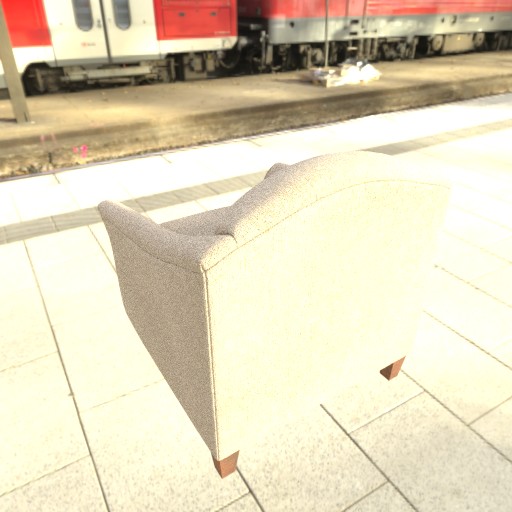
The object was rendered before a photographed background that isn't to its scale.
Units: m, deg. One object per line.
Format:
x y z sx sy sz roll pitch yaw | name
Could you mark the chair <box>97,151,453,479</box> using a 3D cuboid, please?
0.000 0.000 1.422 0.763 0.839 0.787 -18 35 -28 | chair
